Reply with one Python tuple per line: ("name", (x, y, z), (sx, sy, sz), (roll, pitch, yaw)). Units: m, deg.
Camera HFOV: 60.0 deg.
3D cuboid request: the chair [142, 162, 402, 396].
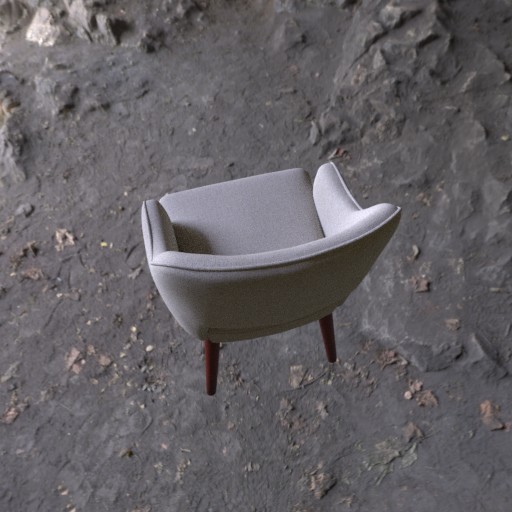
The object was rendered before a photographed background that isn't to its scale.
("chair", (0.000, 0.000, 1.216), (0.560, 0.840, 0.580), (-13, 60, -8))
